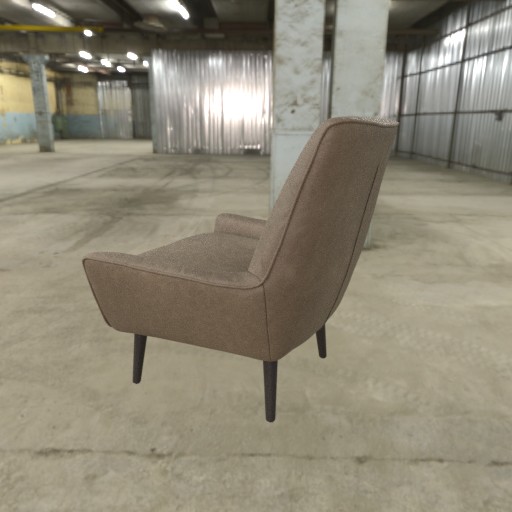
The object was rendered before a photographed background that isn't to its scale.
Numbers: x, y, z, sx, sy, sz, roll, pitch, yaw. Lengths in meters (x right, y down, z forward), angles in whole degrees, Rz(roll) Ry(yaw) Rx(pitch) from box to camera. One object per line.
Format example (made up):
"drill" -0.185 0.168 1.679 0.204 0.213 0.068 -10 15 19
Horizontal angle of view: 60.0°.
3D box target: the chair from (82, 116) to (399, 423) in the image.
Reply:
"chair" 0.000 0.000 1.494 0.824 0.888 0.787 9 18 28
